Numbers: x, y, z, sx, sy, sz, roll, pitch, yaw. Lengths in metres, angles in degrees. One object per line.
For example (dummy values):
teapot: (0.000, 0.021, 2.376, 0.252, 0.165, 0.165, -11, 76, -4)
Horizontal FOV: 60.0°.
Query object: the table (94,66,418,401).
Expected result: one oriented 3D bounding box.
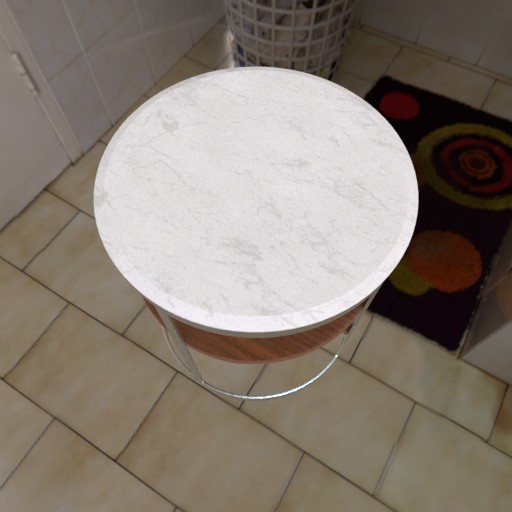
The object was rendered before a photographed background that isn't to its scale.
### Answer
table: (0.000, 0.000, 0.756, 0.407, 0.447, 0.407, 0, 62, 0)
